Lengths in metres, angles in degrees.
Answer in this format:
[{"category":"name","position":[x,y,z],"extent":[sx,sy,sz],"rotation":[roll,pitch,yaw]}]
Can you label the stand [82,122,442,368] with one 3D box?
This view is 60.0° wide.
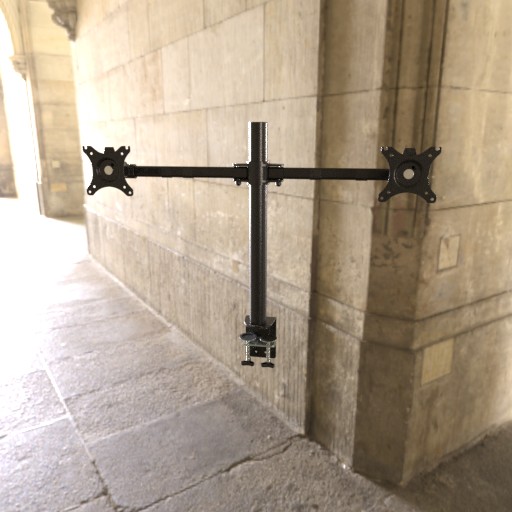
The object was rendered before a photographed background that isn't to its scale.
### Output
[{"category":"stand","position":[0.000,0.000,1.039],"extent":[0.743,0.603,0.150],"rotation":[3,15,10]}]
